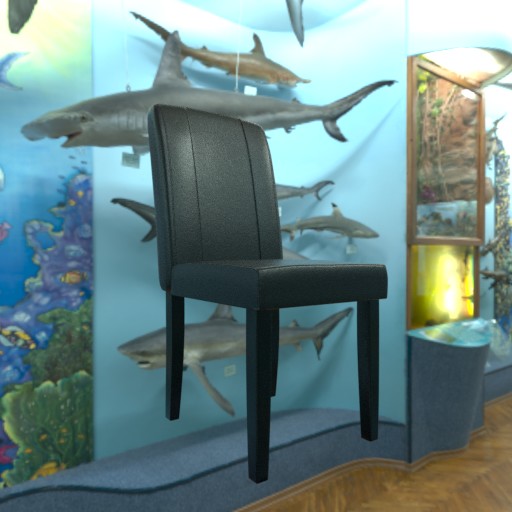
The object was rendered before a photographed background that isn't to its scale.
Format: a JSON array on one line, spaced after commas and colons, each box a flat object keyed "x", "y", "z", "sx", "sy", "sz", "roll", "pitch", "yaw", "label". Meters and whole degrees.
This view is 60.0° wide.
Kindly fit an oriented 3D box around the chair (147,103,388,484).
[{"x": 0.000, "y": 0.000, "z": 1.185, "sx": 0.399, "sy": 0.897, "sz": 0.556, "roll": 0, "pitch": 0, "yaw": -35, "label": "chair"}]
